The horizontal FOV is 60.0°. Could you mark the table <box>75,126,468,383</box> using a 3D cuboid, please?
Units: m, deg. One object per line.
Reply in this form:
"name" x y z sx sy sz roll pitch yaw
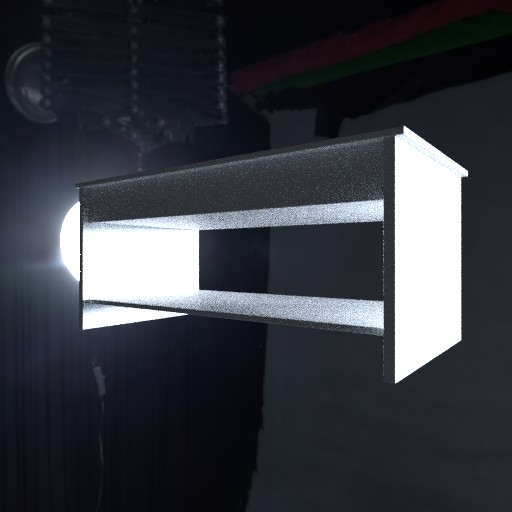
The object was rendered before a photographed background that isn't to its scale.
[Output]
"table" 0.000 0.000 1.250 1.000 0.441 0.500 0 0 37
